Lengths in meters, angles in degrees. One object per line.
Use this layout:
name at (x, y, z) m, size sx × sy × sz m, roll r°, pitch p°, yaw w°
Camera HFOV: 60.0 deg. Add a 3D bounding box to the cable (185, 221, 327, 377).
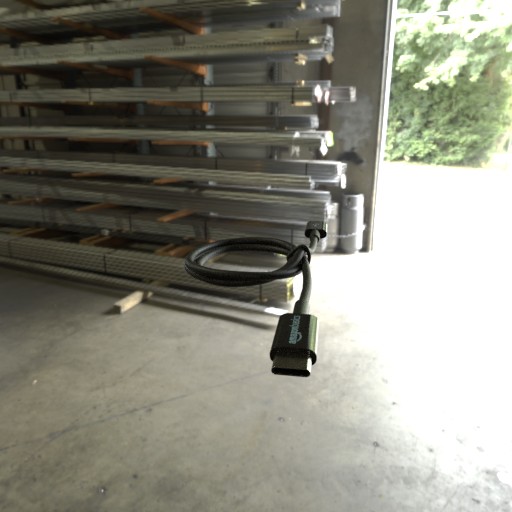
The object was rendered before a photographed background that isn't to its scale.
cable at (0.000, 0.000, 0.225) m, size 0.070 × 0.014 × 0.203 m, roll 3°, pitch 17°, yaw 9°
